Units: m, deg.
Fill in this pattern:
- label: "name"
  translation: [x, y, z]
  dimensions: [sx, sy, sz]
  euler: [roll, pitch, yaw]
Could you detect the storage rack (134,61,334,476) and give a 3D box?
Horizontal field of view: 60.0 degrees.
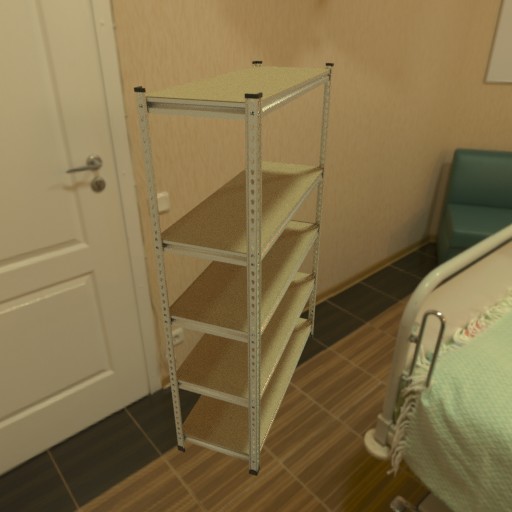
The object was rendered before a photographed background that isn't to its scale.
- label: "storage rack"
  translation: [0.000, 0.000, 2.382]
  dimensions: [0.457, 1.829, 1.219]
  euler: [10, 29, 18]
